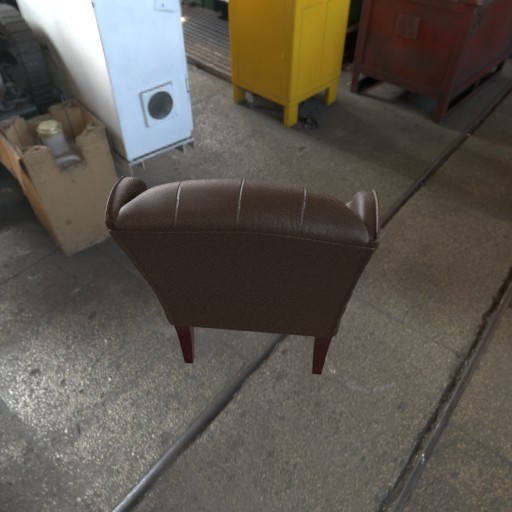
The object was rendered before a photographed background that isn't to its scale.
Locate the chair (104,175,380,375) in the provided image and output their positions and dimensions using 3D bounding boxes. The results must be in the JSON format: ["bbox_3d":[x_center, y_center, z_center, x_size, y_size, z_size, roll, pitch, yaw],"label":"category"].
[{"bbox_3d":[0.000,0.000,1.682,0.829,1.132,0.819,4,46,4],"label":"chair"}]
